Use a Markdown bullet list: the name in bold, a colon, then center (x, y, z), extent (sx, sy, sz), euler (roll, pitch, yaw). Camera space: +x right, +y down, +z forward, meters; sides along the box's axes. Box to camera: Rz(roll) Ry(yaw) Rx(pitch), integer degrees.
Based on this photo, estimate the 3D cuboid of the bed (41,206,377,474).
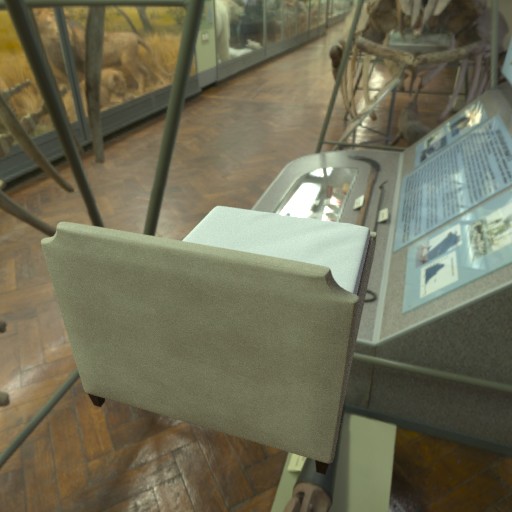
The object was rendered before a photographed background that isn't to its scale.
- **bed**: center (0.000, 0.000, 3.408), extent (1.712, 1.443, 2.372), euler (10, 33, 16)
